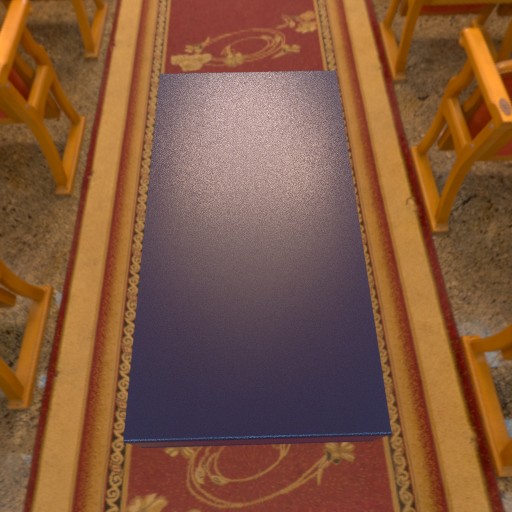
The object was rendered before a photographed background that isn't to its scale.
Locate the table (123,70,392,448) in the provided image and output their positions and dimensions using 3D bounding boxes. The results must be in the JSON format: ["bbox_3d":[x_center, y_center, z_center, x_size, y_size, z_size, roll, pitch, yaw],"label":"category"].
[{"bbox_3d":[0.000,0.000,1.349,0.572,0.457,1.067,-1,63,-1],"label":"table"}]
